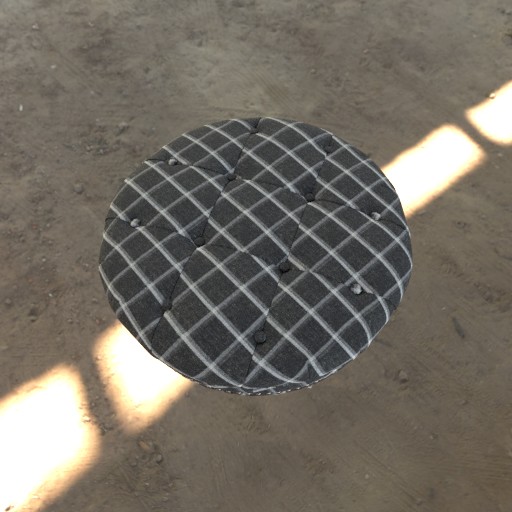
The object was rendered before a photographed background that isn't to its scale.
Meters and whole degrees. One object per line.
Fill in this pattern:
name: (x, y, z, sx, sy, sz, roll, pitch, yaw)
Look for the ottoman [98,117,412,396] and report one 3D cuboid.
ottoman: (0.000, 0.000, 1.396, 0.901, 0.439, 0.901, 0, 58, 0)
